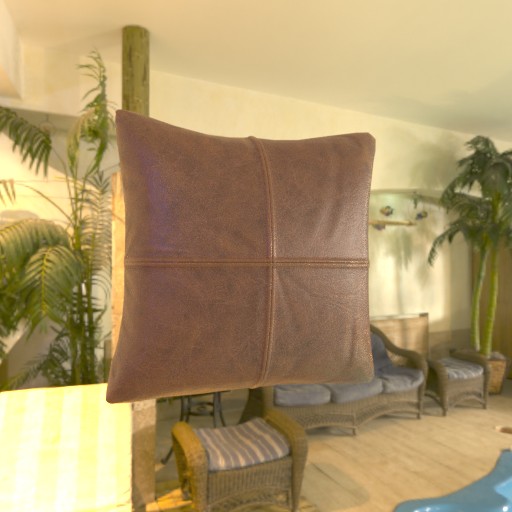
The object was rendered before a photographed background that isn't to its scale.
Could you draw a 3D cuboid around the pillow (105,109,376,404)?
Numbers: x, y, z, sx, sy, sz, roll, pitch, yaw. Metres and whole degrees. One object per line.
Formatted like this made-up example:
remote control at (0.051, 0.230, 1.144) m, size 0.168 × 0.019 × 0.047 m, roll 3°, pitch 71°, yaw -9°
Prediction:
pillow at (0.000, 0.000, 0.756) m, size 0.484 × 0.470 × 0.192 m, roll 0°, pitch -1°, yaw -18°
